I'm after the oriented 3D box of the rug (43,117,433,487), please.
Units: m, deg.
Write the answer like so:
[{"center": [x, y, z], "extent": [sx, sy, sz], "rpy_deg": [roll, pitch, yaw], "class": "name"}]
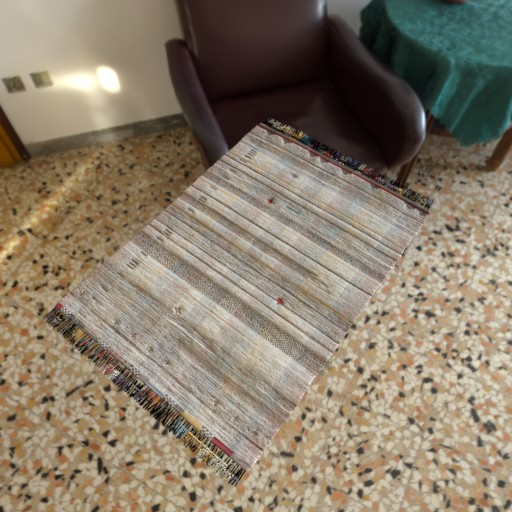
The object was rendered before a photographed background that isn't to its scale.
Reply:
[{"center": [0.000, 0.000, 2.329], "extent": [1.217, 0.012, 1.848], "rpy_deg": [33, 64, 19], "class": "rug"}]
